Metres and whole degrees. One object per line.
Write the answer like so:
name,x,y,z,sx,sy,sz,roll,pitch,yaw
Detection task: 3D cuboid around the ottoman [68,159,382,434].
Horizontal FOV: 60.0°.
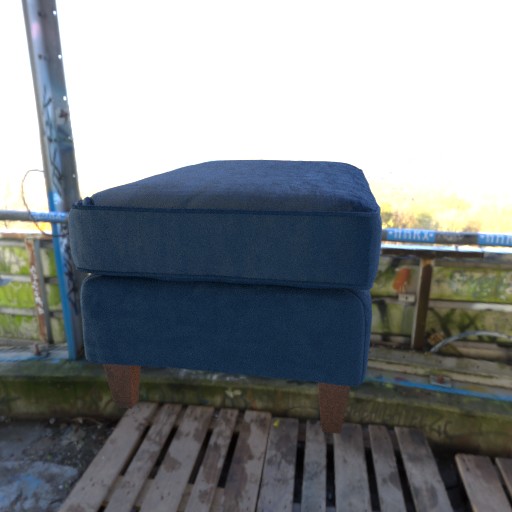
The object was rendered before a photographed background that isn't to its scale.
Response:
ottoman,0.000,0.000,1.209,0.583,0.484,0.862,3,17,10
